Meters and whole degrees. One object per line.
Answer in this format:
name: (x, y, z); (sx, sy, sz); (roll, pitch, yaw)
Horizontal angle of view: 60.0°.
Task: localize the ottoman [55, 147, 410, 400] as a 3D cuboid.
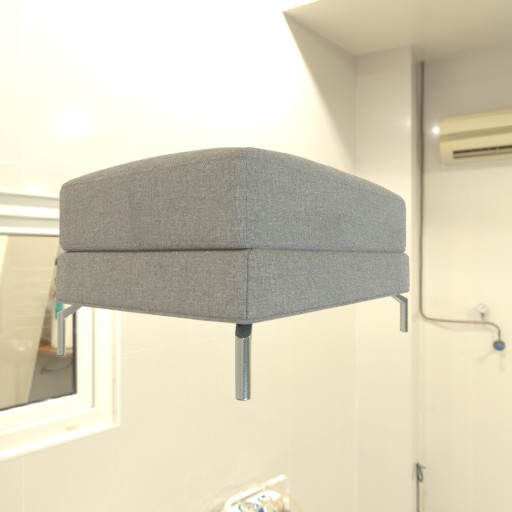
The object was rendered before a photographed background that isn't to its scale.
ottoman: (0.000, 0.000, 1.185); (0.584, 0.457, 0.838); (0, 0, 37)
